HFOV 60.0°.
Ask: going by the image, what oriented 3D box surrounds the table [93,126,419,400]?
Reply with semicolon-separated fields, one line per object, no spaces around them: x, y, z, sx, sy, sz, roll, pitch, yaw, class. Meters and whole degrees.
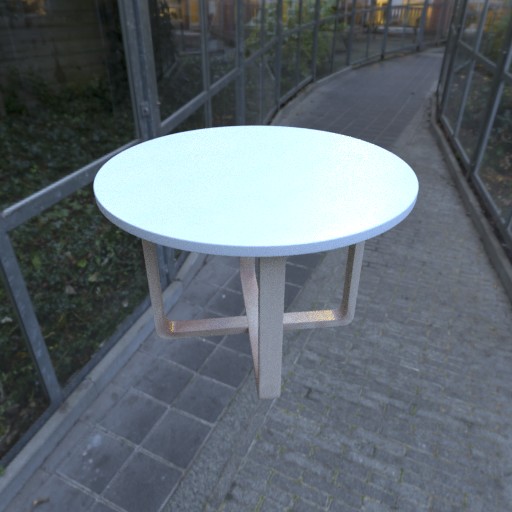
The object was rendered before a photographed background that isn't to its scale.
0.000;0.000;0.960;0.600;0.400;0.600;0;31;0;table
